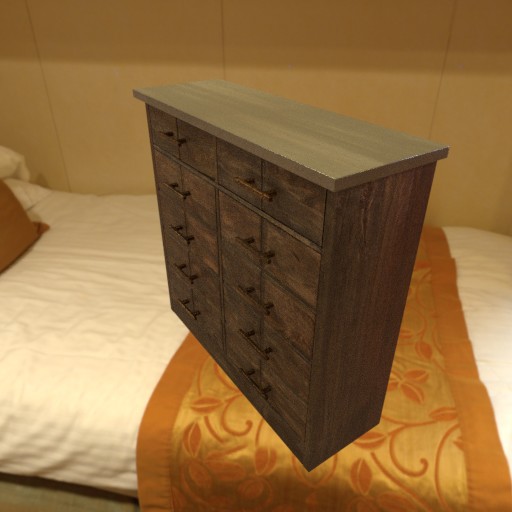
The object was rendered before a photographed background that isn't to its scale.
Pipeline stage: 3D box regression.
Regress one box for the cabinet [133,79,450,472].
[{"bbox_3d":[0.000,0.000,1.441,0.338,0.919,0.968,-20,37,-29],"label":"cabinet"}]
